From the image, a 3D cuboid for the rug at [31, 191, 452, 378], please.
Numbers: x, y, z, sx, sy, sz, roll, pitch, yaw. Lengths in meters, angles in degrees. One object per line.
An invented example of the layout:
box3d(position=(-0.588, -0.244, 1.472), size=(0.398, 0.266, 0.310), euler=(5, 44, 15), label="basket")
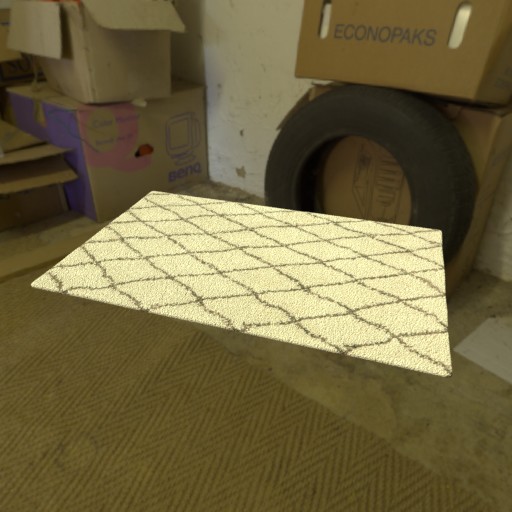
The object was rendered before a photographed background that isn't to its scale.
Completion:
box3d(position=(0.000, 0.000, 3.029), size=(2.438, 0.030, 1.524), euler=(10, 33, 15), label="rug")
